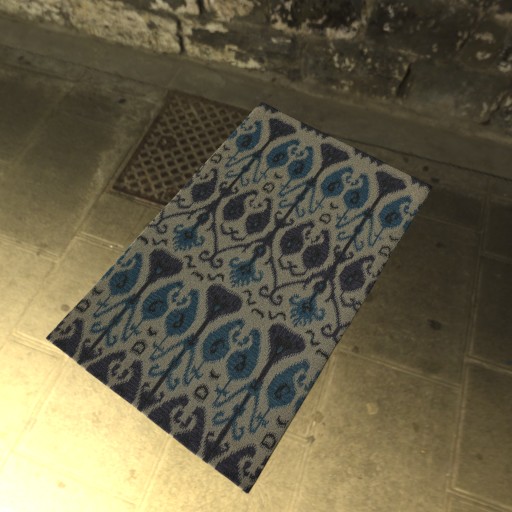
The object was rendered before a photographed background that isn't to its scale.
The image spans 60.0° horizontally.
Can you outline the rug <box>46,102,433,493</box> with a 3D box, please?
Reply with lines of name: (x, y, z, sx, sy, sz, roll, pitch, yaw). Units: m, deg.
rug: (0.000, 0.000, 2.109, 1.072, 0.013, 1.698, 31, 67, 15)
